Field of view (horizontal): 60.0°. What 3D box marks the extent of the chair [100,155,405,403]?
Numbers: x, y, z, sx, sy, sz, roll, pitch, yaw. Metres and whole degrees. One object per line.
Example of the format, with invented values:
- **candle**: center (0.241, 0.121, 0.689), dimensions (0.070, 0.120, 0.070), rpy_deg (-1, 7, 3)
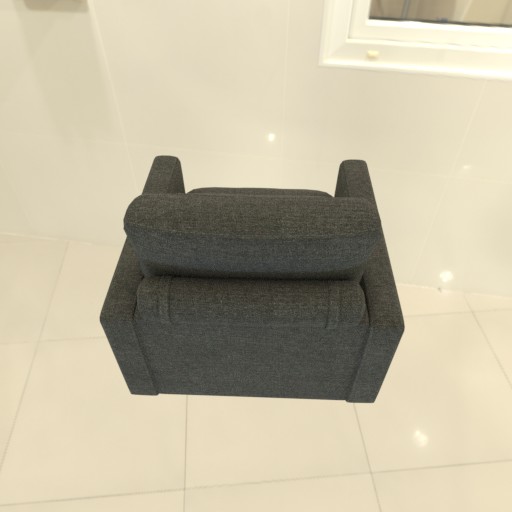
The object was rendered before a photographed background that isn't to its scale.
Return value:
- **chair**: center (0.000, 0.000, 1.518), dimensions (0.821, 0.880, 0.843), rpy_deg (2, 46, 2)
